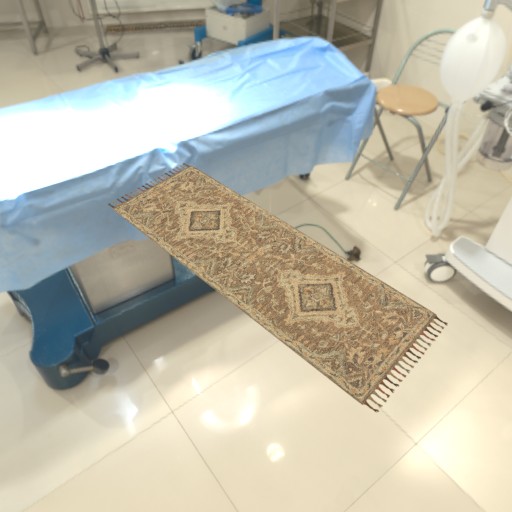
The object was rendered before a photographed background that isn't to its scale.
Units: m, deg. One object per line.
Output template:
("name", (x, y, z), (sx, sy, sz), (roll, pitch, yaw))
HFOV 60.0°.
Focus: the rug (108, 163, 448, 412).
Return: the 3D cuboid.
("rug", (0.000, 0.000, 2.835), (1.324, 0.018, 2.378), (-23, 50, -21))
